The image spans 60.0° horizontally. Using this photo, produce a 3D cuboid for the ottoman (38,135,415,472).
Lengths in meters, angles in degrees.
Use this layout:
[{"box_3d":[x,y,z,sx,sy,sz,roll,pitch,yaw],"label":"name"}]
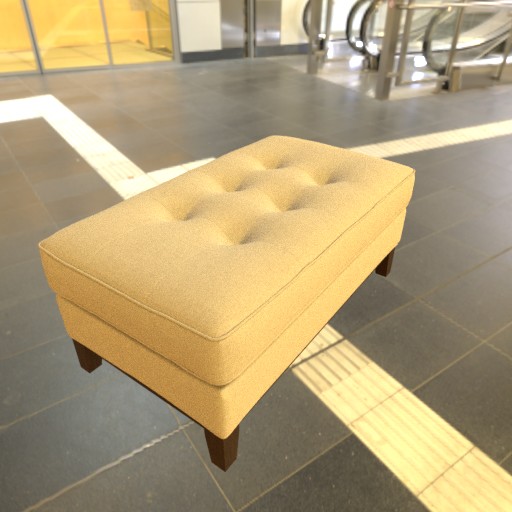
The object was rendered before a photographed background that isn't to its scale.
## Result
[{"box_3d":[0.000,0.000,1.497,0.648,0.508,1.143,22,39,30],"label":"ottoman"}]
